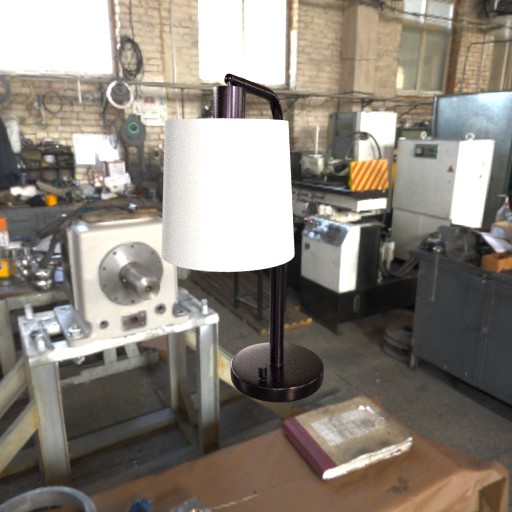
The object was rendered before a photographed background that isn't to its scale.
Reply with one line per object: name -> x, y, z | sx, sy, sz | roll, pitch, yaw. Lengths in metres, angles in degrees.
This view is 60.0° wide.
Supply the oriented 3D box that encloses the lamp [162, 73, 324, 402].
lamp -> 0.000, 0.000, 0.656 | 0.171, 0.489, 0.333 | 8, 17, 25
